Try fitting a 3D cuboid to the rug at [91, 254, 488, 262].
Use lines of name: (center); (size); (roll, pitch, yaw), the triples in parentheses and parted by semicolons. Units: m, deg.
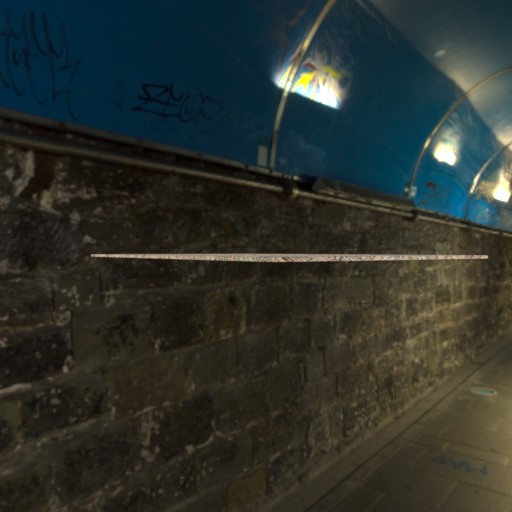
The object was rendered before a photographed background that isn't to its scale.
rug: (0.000, 0.000, 2.230); (1.143, 0.014, 1.761); (0, 1, -36)
